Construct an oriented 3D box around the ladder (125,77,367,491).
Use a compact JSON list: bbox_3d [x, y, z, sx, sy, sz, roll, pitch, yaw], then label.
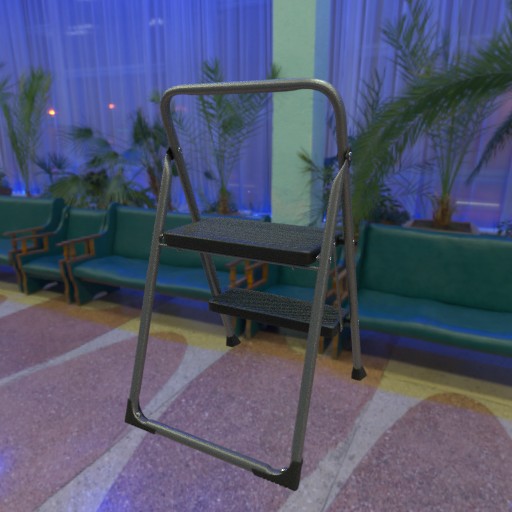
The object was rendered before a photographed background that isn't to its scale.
[{"bbox_3d":[0.000,0.000,0.992,0.430,0.720,0.472,9,18,27],"label":"ladder"}]
